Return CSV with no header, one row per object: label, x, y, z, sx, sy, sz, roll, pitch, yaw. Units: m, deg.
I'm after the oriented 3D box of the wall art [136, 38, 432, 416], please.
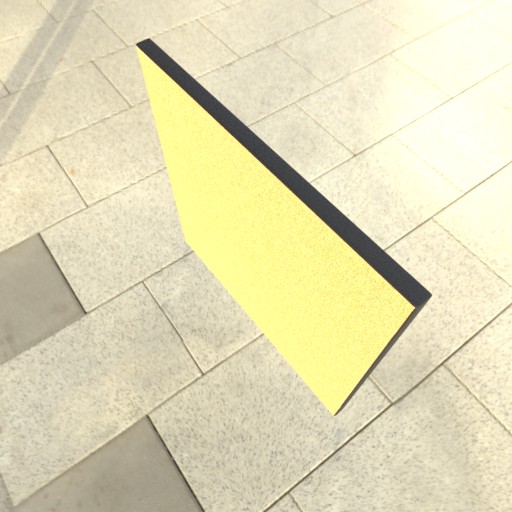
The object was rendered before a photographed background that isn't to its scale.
wall art,0.000,0.000,0.657,0.022,0.453,0.456,-34,65,-19
